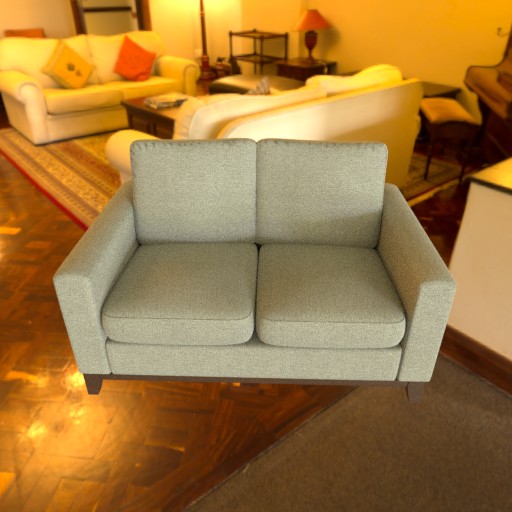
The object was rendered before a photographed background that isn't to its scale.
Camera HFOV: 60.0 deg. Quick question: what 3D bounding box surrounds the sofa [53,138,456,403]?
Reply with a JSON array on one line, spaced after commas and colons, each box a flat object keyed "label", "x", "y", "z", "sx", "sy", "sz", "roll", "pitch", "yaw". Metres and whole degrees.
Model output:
[{"label": "sofa", "x": 0.000, "y": 0.000, "z": 1.972, "sx": 1.420, "sy": 0.873, "sz": 0.917, "roll": 1, "pitch": 31, "yaw": 2}]
